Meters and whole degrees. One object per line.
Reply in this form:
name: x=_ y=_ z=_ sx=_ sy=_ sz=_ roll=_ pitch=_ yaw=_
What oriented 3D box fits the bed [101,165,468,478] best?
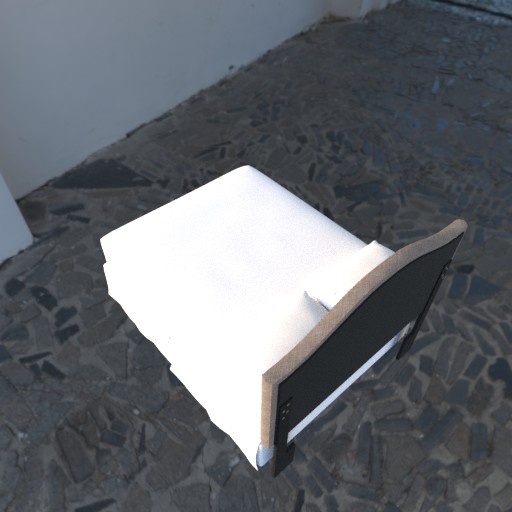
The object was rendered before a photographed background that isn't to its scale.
bed: x=0.000 y=0.000 z=3.299 sx=1.713 sy=1.518 sz=2.153 roll=-32 pitch=54 yaw=-27
